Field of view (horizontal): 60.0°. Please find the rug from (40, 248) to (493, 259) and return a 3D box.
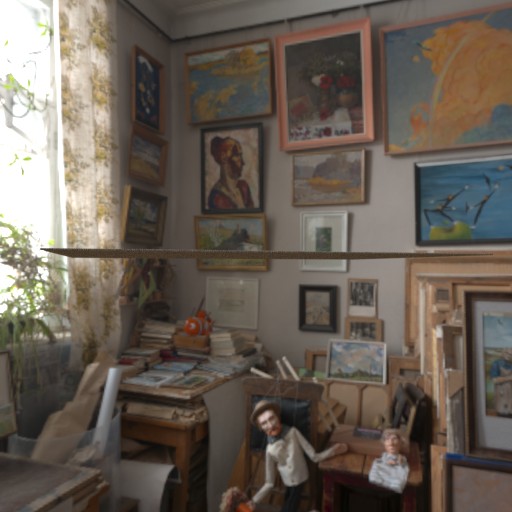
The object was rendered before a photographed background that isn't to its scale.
[{"bbox_3d":[0.000,0.000,2.161,1.752,0.006,1.142,0,-2,-18],"label":"rug"}]
